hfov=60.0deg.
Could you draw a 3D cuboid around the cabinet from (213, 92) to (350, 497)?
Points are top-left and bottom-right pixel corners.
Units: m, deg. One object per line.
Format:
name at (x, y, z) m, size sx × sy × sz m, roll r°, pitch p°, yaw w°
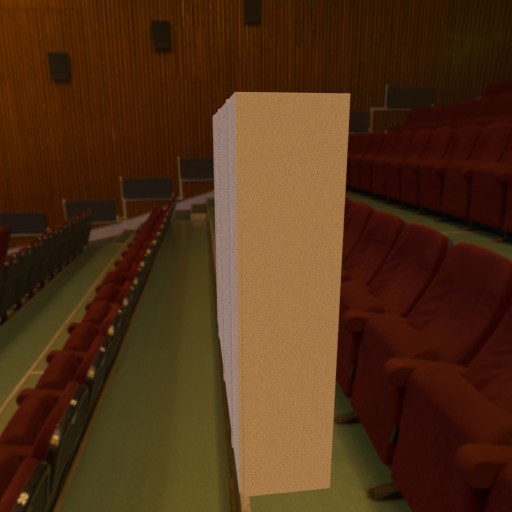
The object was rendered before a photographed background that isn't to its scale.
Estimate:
cabinet at (0.000, 0.000, 3.775) m, size 0.590 × 2.370 × 2.700 m, roll -2°, pitch 15°, yaw -7°
